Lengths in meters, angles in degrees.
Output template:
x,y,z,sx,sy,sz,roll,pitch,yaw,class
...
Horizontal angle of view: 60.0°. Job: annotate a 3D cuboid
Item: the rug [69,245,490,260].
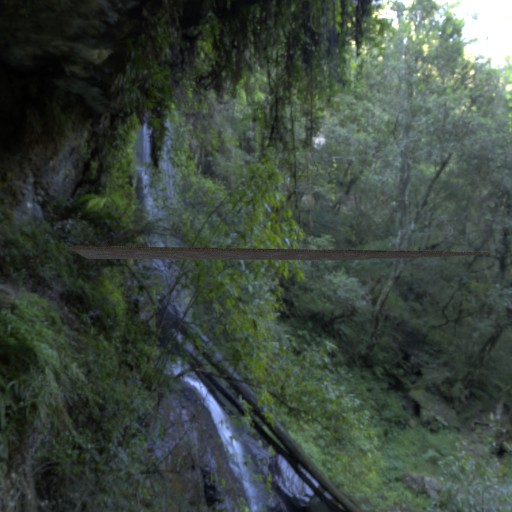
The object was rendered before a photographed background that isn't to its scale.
x,y,z,sx,sy,sz,roll,pitch,yaw,class
0.000,0.000,4.146,3.049,0.021,2.466,1,-2,-19,rug
